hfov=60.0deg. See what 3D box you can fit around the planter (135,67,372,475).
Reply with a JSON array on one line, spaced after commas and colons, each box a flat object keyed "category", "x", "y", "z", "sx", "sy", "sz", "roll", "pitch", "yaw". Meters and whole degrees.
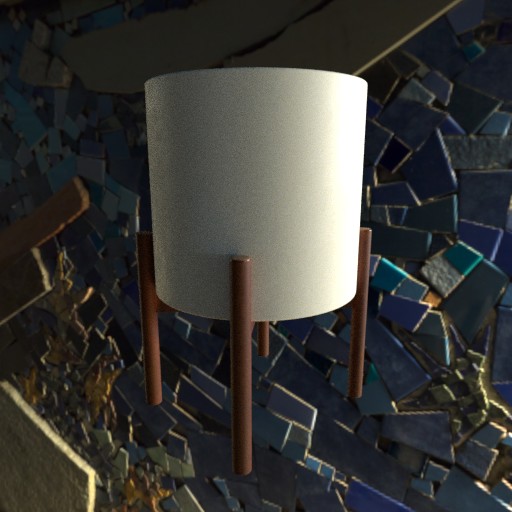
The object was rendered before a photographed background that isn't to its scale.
[{"category": "planter", "x": 0.000, "y": 0.000, "z": 0.932, "sx": 0.417, "sy": 0.670, "sz": 0.417, "roll": -13, "pitch": 18, "yaw": -43}]
